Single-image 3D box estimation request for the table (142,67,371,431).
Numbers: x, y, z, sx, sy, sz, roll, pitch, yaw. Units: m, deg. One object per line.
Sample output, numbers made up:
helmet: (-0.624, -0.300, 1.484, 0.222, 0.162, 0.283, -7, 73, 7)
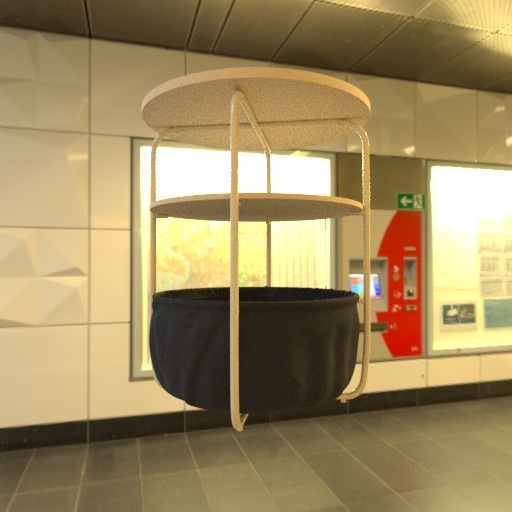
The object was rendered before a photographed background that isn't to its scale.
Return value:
table: (0.000, 0.000, 0.835, 0.418, 0.532, 0.418, 0, -1, -36)
